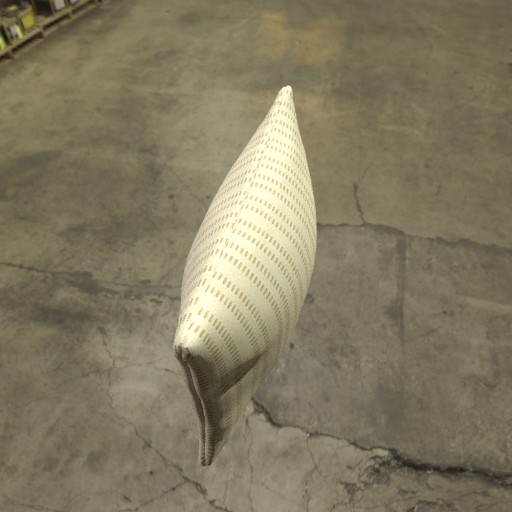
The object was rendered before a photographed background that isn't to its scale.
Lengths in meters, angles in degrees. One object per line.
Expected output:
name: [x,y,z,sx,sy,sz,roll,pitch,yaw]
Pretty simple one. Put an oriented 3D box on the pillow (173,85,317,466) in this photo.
pillow: [0.000,0.000,0.804,0.210,0.353,0.640,9,47,9]
